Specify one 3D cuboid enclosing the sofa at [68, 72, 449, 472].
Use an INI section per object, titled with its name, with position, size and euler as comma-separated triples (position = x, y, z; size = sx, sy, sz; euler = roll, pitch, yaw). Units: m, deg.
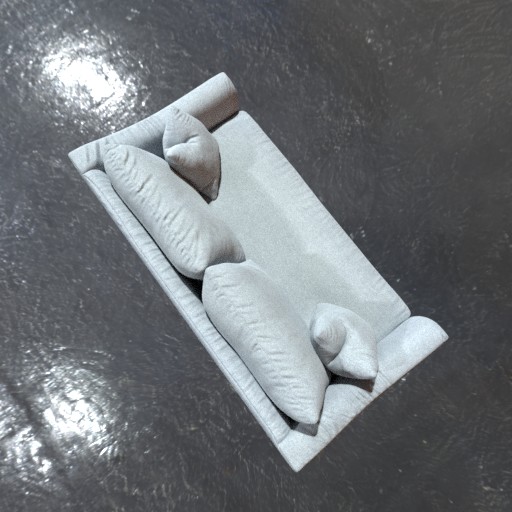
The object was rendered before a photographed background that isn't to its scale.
[sofa]
position = 0.000, 0.000, 2.612
size = 1.072, 1.018, 2.010
euler = -36, 79, -8
